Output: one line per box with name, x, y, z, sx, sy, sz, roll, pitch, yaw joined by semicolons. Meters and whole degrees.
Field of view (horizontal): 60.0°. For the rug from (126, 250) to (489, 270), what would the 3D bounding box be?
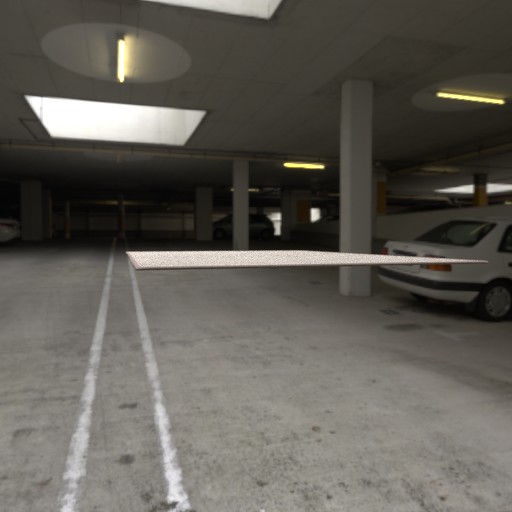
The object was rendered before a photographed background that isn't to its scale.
rug;0.000;0.000;2.736;1.517;0.013;2.115;-1;2;-17
